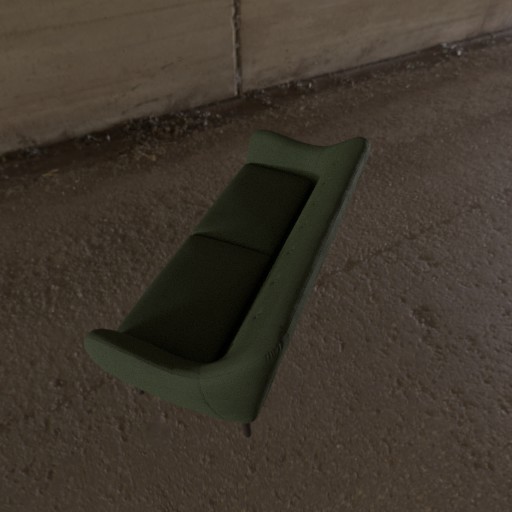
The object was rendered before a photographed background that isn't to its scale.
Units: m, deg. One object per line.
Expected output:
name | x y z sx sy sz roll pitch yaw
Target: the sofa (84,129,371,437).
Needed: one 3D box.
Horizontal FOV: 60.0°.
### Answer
sofa | 0.000 0.000 2.402 0.820 0.836 1.840 16 47 16
